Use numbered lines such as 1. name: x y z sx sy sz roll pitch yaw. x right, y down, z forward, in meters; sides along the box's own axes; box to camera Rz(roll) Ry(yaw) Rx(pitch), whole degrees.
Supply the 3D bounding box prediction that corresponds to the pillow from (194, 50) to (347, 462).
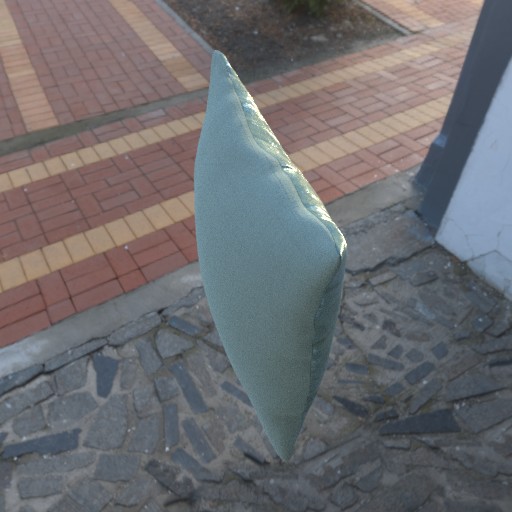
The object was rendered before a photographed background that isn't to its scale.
1. pillow: 0.000 0.000 0.691 0.175 0.464 0.470 -11 47 -11
